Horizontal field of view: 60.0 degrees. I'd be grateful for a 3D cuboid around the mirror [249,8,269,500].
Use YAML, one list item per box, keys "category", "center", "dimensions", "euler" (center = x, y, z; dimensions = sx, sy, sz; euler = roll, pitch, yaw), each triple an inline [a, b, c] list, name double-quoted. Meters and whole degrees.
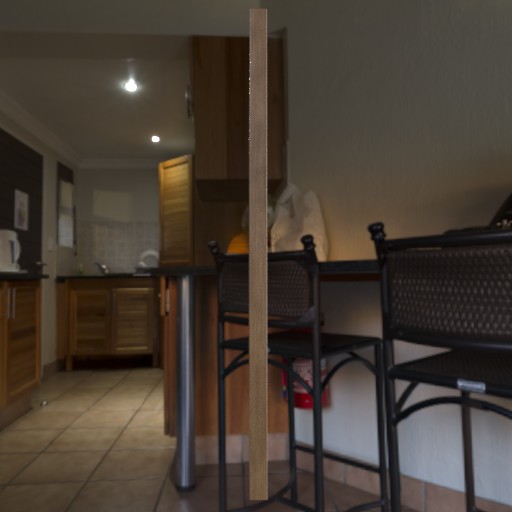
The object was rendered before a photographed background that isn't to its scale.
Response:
- category: "mirror"
  center: [0.000, 0.000, 1.296]
  dimensions: [0.040, 1.016, 0.762]
  euler: [0, -2, -1]
